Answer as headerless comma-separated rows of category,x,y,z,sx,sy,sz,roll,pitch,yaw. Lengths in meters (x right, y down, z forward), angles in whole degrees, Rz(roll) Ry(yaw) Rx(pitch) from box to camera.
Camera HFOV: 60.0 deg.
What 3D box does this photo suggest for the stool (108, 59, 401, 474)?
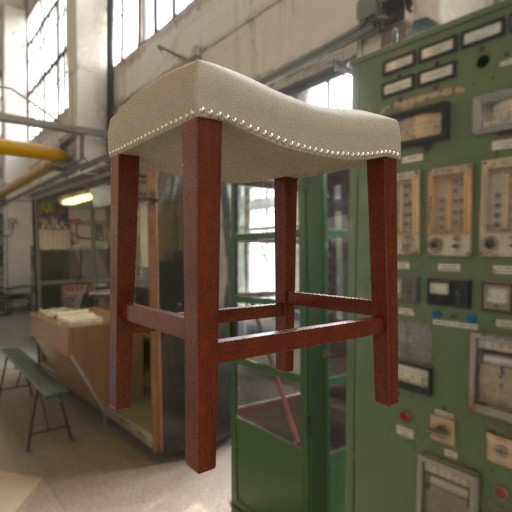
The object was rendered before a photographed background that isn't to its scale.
stool,0.000,0.000,0.938,0.509,0.632,0.375,0,1,-38
